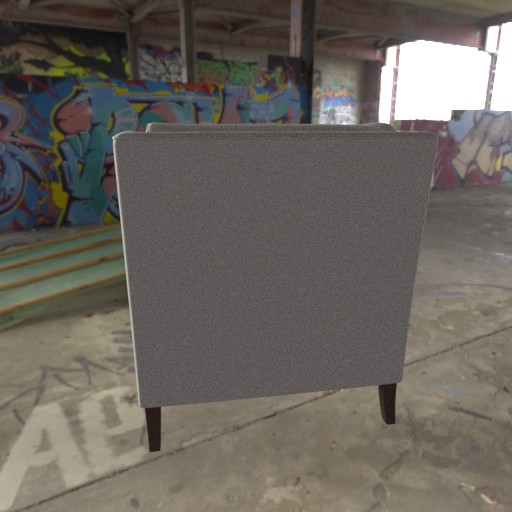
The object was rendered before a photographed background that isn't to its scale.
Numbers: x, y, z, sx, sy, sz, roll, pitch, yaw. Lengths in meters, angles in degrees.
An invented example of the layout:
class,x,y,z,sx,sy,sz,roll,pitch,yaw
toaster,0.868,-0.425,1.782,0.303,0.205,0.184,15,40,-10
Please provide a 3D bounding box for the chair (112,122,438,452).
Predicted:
class,x,y,z,sx,sy,sz,roll,pitch,yaw
chair,0.000,0.000,1.837,0.982,1.056,1.040,-3,16,-9
